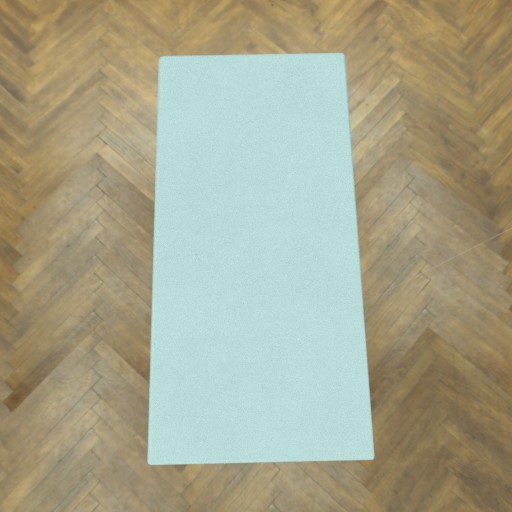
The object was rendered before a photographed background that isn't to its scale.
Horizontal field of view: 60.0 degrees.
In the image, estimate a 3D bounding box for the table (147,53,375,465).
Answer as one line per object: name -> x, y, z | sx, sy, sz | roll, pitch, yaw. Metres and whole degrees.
table -> 0.000, 0.000, 1.471 | 0.580, 0.487, 1.171 | -1, 77, 0
